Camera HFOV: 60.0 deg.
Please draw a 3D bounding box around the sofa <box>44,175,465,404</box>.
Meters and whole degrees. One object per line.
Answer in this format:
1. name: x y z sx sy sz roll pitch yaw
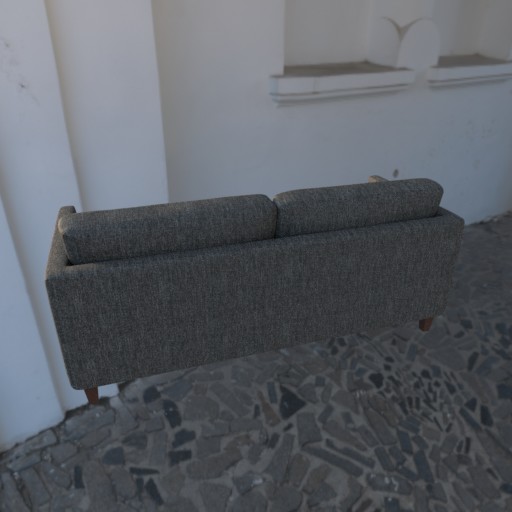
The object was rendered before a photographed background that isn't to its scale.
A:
1. sofa: 0.000 0.000 2.688 2.208 0.960 0.948 -8 28 -16
